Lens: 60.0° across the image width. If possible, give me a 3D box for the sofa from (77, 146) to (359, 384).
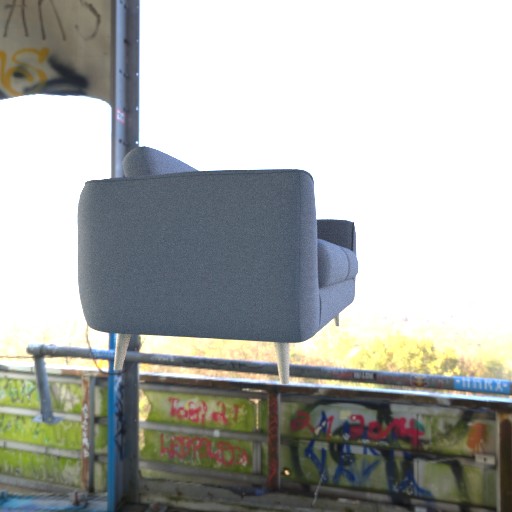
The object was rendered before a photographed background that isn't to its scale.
[{"bbox_3d":[0.000,0.000,2.195,0.920,0.850,1.700,0,-1,17],"label":"sofa"}]
